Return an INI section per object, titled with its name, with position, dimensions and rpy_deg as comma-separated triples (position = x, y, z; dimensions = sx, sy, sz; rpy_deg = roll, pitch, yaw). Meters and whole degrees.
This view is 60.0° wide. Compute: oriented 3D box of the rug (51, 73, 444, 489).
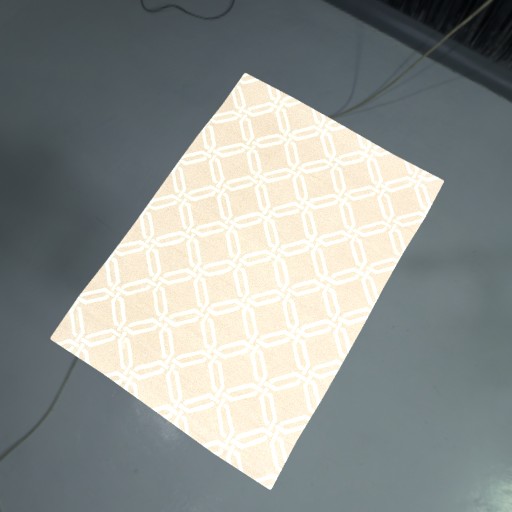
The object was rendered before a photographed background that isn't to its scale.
[rug]
position = 0.000, 0.000, 2.704
dimensions = 1.524, 0.013, 2.135
rpy_deg = 31, 77, 8
